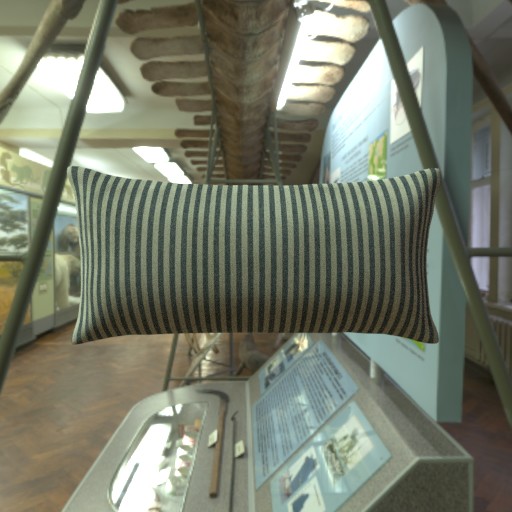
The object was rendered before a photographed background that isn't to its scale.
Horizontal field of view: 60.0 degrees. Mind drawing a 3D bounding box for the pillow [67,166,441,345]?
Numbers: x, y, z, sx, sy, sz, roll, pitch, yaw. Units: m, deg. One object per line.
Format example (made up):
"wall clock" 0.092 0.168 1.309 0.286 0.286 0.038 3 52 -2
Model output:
"pillow" 0.000 0.000 0.737 0.617 0.295 0.151 0 1 -1
